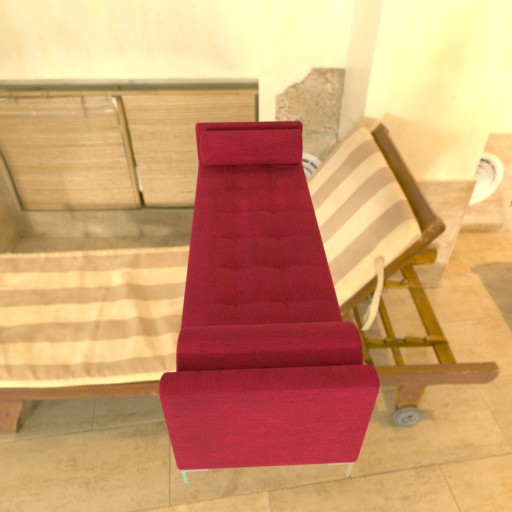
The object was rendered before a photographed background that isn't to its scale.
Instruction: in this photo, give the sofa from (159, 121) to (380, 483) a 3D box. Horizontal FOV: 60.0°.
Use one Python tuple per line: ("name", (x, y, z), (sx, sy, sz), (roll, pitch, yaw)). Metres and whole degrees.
("sofa", (0.000, 0.000, 2.288), (0.686, 0.635, 1.981), (-2, 40, -2))
